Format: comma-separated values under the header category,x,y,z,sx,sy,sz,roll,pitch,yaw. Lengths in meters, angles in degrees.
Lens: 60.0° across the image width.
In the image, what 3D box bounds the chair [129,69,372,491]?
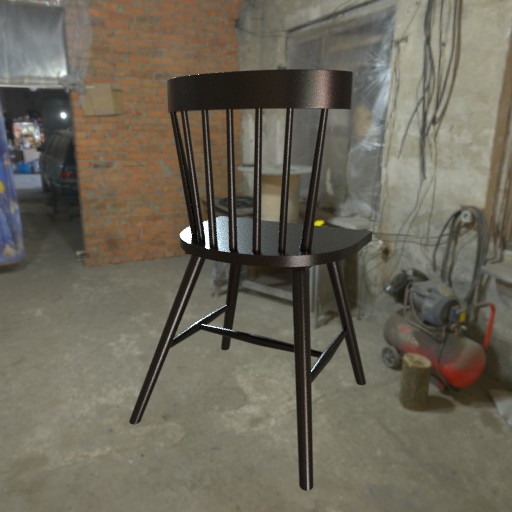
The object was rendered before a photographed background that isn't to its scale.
category,x,y,z,sx,sy,sz,roll,pitch,yaw
chair,0.000,0.000,1.130,0.506,0.844,0.483,8,18,26
